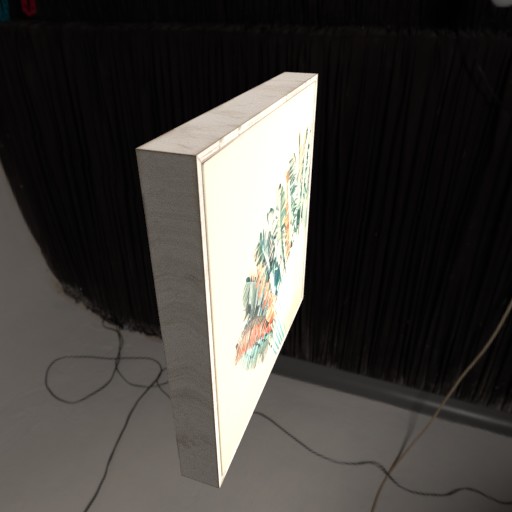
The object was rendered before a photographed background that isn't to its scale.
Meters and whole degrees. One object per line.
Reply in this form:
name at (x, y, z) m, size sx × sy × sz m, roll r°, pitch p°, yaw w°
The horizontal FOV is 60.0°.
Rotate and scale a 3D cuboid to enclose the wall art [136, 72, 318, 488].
wall art at (0.000, 0.000, 0.446) m, size 0.038 × 0.303 × 0.305 m, roll 10°, pitch 32°, yaw 17°
